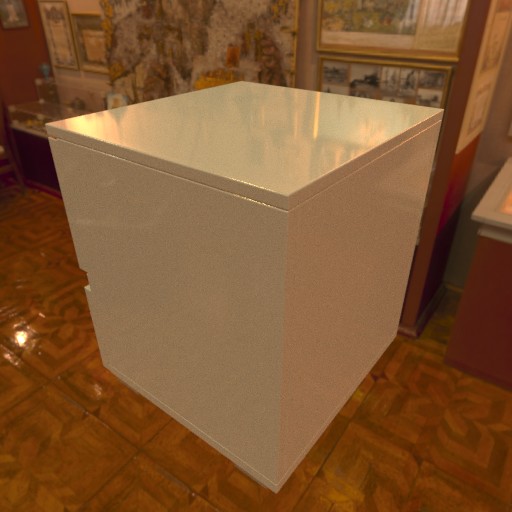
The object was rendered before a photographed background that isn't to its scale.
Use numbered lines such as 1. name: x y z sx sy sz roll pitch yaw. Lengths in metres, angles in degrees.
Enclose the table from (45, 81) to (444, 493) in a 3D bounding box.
1. table: 0.000 0.000 0.759 0.400 0.470 0.420 22 37 32
